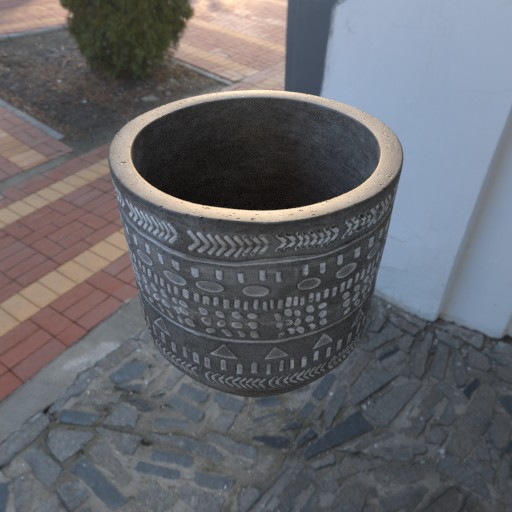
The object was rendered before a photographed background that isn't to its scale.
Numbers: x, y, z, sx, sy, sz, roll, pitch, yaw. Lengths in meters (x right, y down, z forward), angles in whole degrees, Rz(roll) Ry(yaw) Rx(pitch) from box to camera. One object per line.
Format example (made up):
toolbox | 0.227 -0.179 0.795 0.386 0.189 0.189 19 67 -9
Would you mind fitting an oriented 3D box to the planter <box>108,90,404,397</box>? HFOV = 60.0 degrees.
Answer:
planter | 0.000 0.000 0.226 0.122 0.128 0.122 0 40 0
